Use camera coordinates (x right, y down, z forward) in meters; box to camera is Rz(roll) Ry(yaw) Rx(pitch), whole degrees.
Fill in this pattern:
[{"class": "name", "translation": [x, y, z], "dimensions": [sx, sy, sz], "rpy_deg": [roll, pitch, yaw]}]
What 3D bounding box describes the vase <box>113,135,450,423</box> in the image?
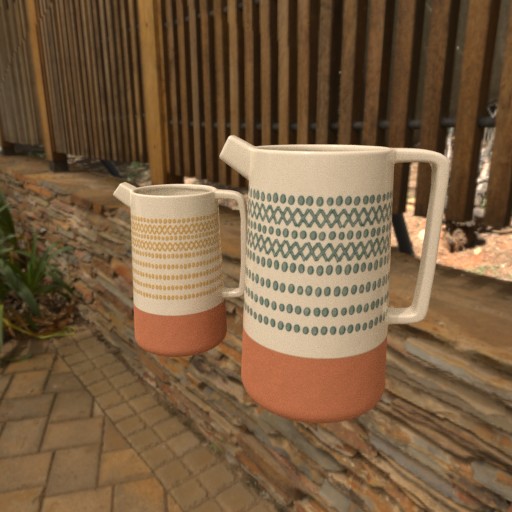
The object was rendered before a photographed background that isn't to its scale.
[{"class": "vase", "translation": [0.000, 0.000, 0.467], "dimensions": [0.168, 0.247, 0.326], "rpy_deg": [-15, 22, -42]}]
